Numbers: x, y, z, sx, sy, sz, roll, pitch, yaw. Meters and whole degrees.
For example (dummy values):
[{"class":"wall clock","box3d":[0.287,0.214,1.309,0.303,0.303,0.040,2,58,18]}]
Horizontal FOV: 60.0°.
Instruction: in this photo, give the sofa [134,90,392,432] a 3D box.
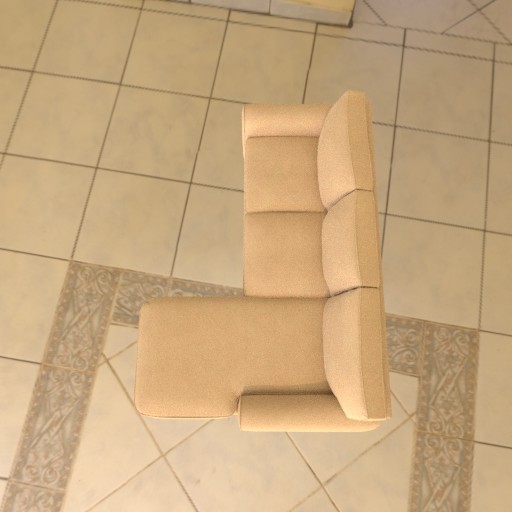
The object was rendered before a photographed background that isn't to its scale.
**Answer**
[{"class":"sofa","box3d":[0.000,0.000,2.405,1.226,0.734,1.770,0,76,0]}]
